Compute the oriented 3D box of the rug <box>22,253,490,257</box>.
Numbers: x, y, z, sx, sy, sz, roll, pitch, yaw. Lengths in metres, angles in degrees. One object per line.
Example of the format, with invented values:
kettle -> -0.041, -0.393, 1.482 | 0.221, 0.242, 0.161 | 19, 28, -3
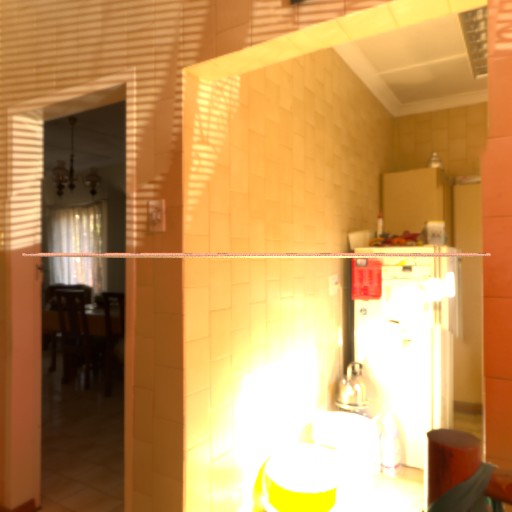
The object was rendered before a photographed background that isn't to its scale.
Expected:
rug -> 0.000, 0.000, 3.841 | 2.910, 0.021, 2.211 | 0, 0, 0
